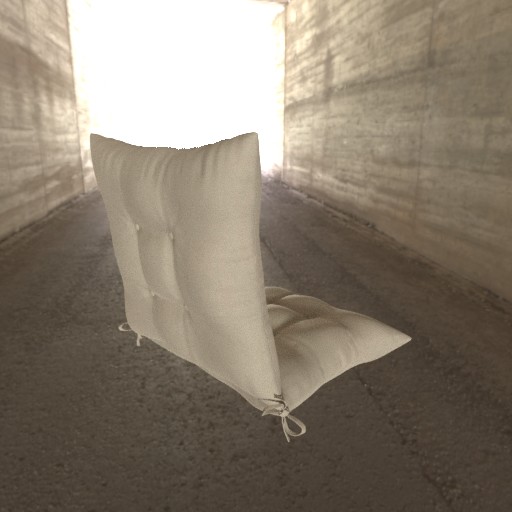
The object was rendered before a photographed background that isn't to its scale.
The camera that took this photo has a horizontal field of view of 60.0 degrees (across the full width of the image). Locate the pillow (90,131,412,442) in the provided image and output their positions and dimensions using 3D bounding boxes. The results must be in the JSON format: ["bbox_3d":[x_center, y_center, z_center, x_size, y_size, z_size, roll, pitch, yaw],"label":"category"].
[{"bbox_3d":[0.000,0.000,1.004,0.585,0.536,0.541,-14,20,-43],"label":"pillow"}]
